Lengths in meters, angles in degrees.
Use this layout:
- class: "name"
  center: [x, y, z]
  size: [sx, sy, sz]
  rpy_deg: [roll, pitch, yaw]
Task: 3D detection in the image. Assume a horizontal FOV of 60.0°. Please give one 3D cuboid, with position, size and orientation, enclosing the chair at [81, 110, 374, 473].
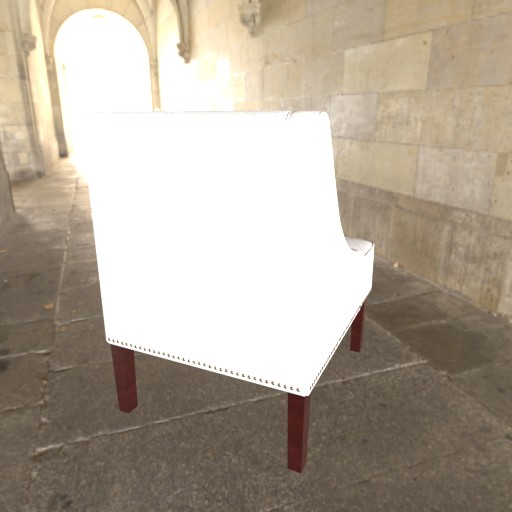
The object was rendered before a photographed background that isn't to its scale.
- class: "chair"
  center: [0.000, 0.000, 1.407]
  size: [0.628, 0.872, 0.748]
  rpy_deg: [8, 20, 24]
